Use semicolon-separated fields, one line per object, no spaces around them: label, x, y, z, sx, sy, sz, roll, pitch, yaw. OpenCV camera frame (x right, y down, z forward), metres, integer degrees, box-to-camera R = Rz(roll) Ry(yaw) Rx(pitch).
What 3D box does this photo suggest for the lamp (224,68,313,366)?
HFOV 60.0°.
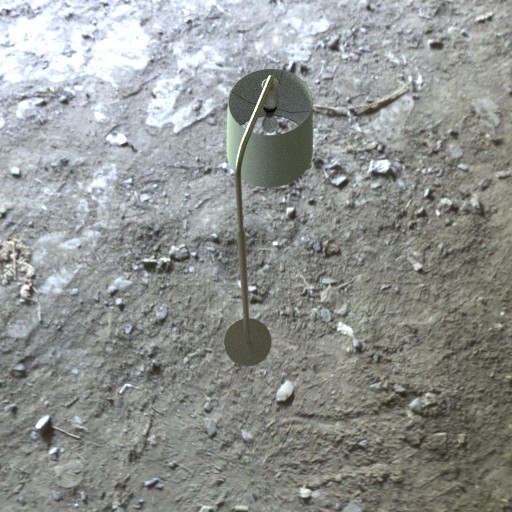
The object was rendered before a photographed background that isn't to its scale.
lamp;0.000;0.000;1.667;0.254;1.478;0.508;17;64;8
